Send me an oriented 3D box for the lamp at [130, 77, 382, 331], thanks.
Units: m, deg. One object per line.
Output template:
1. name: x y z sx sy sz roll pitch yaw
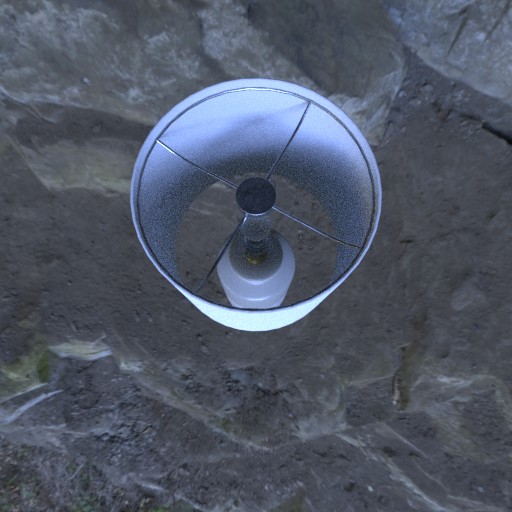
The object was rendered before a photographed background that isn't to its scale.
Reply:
1. lamp: 0.000 0.000 0.613 0.212 0.493 0.212 29 78 7
